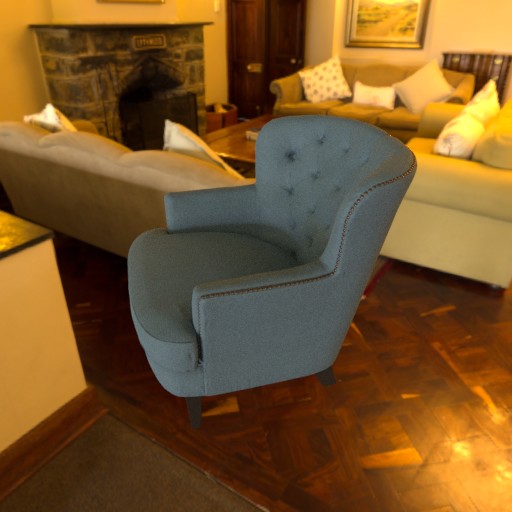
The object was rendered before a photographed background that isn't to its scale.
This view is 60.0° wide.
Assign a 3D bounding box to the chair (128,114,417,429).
[{"bbox_3d":[0.000,0.000,1.599,0.906,0.868,0.848,-8,29,-14],"label":"chair"}]
